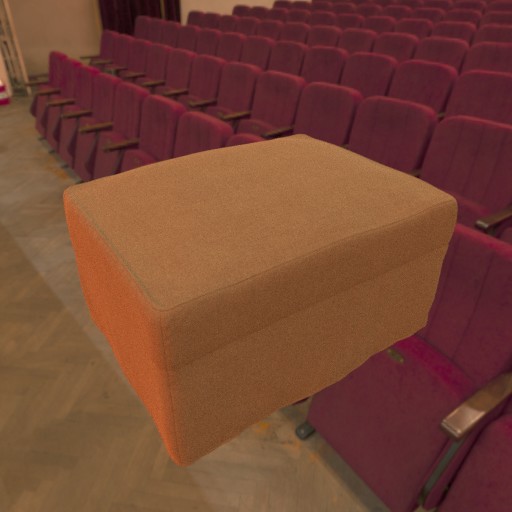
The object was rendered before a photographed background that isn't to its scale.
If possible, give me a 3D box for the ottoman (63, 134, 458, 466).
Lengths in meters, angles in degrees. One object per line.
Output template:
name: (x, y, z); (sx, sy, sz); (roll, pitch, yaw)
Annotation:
ottoman: (0.000, 0.000, 1.228); (0.833, 0.485, 0.650); (-20, 38, -28)
